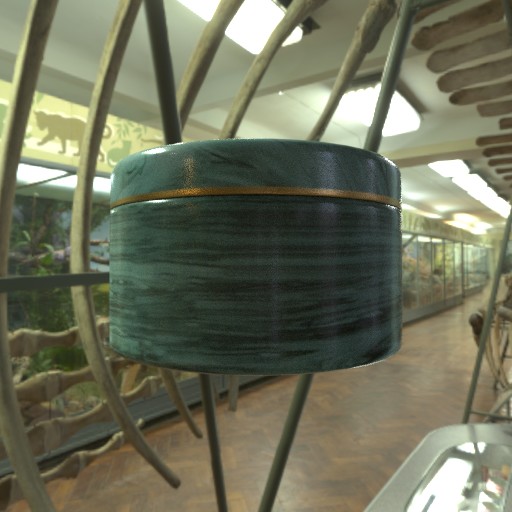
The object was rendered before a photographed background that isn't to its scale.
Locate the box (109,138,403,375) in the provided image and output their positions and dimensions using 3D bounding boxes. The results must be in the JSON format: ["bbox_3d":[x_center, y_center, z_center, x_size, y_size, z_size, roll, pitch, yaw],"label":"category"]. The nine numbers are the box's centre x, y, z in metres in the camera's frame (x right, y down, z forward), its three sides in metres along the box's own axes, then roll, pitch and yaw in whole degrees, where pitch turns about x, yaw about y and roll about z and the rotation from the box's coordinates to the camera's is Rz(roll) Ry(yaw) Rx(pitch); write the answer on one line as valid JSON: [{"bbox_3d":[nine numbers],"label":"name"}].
[{"bbox_3d":[0.000,0.000,0.161,0.101,0.063,0.101,0,-1,0],"label":"box"}]
